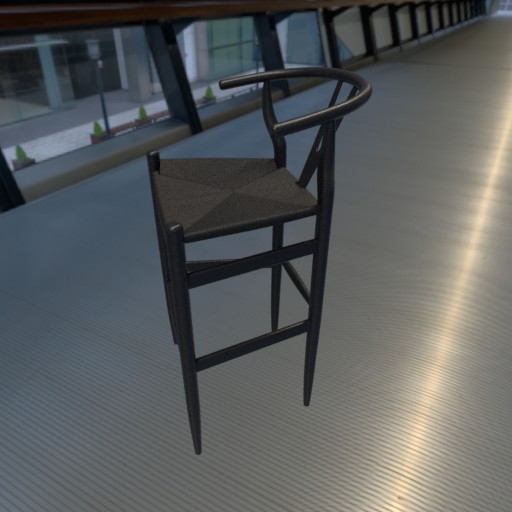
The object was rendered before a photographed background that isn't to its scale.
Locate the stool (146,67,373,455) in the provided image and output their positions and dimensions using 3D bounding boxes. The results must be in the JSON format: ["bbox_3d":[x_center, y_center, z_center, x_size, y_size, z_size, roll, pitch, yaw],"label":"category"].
[{"bbox_3d":[0.000,0.000,1.416,0.579,1.072,0.569,-9,33,-14],"label":"stool"}]
